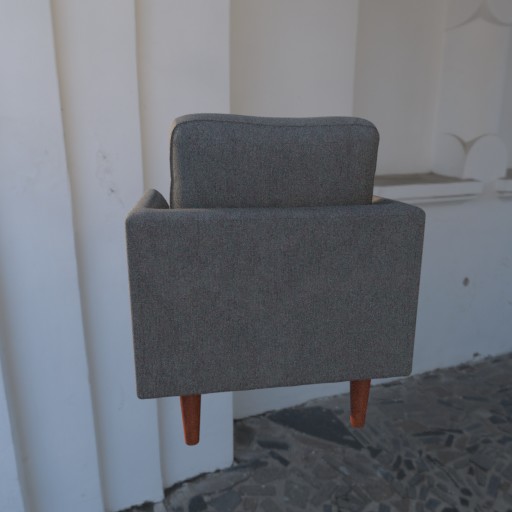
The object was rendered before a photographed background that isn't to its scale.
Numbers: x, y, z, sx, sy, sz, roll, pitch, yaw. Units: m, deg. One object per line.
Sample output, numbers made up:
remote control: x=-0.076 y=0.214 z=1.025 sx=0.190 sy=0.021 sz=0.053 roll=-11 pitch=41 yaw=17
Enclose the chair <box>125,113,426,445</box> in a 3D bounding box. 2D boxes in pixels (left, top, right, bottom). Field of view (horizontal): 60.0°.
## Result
chair: x=0.000 y=0.000 z=1.634 sx=0.858 sy=0.957 sz=0.899 roll=-2 pitch=14 yaw=-9
